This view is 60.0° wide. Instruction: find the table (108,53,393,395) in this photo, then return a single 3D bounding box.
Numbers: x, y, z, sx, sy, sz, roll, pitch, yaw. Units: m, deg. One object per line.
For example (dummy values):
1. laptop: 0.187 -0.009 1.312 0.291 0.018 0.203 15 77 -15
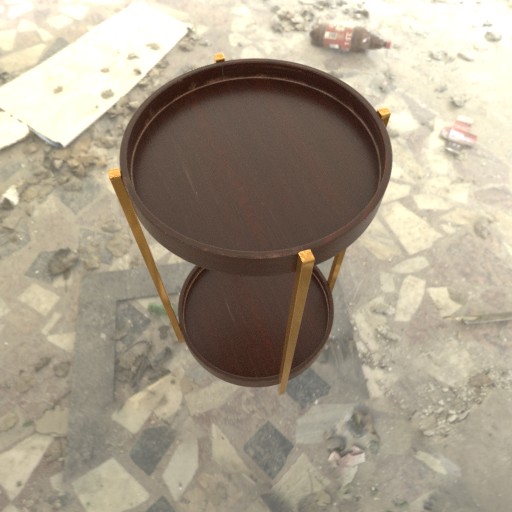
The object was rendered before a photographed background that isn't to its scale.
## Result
1. table: 0.000 0.000 0.864 0.400 0.610 0.400 -15 60 -9
